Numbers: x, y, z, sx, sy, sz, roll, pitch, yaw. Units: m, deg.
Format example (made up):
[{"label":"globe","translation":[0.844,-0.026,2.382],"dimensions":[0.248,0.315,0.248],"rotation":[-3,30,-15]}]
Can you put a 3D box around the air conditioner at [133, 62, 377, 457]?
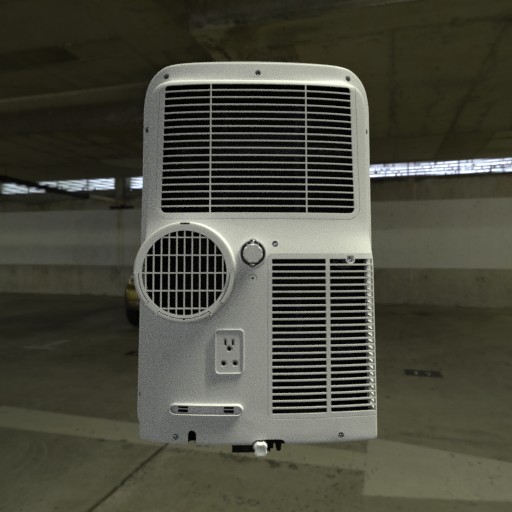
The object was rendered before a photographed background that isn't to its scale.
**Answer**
[{"label":"air conditioner","translation":[0.000,0.000,0.915],"dimensions":[0.454,0.700,0.365],"rotation":[0,0,-2]}]
